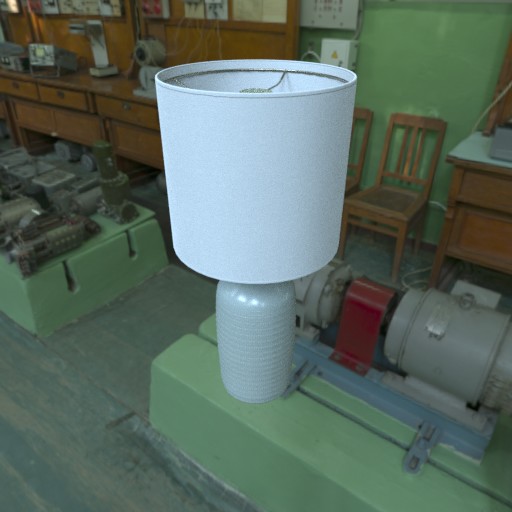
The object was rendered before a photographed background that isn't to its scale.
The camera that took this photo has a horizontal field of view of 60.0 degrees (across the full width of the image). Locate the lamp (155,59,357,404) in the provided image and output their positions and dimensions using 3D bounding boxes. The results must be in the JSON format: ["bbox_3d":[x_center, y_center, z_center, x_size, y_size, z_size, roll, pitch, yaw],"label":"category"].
[{"bbox_3d":[0.000,0.000,0.615,0.220,0.475,0.220,20,37,30],"label":"lamp"}]
